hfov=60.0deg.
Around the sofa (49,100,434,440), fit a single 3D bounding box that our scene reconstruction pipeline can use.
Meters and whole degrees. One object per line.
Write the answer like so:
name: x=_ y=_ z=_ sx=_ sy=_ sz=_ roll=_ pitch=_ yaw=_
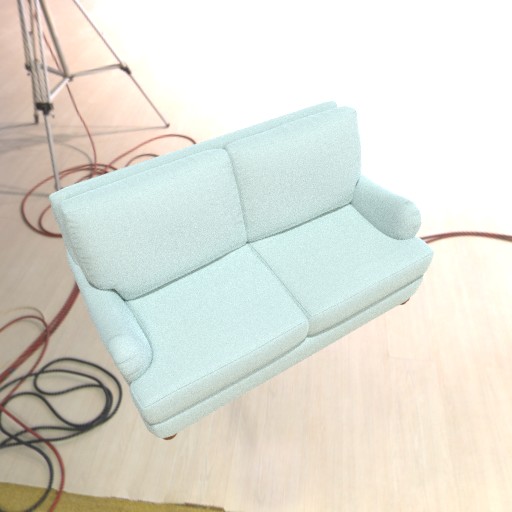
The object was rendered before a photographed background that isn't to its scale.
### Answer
sofa: x=0.000 y=0.000 z=2.516 sx=1.853 sy=1.101 sz=1.084 roll=-24 pitch=52 yaw=-21
